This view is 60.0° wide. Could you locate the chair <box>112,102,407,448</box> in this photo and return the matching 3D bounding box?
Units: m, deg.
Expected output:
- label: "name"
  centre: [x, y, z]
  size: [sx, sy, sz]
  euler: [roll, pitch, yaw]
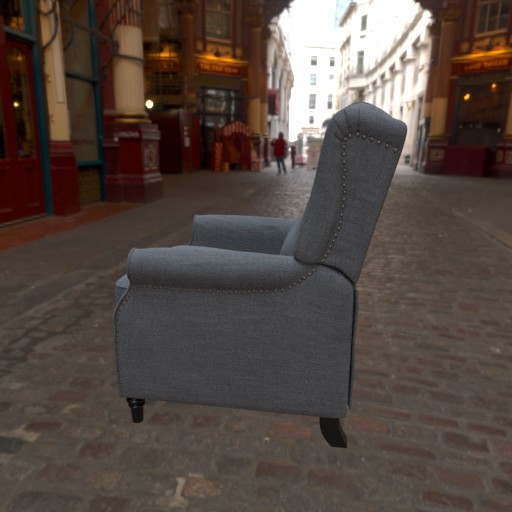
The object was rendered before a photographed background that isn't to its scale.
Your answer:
- label: "chair"
  centre: [0.000, 0.000, 1.605]
  size: [0.898, 1.035, 0.742]
  euler: [2, 15, 9]
